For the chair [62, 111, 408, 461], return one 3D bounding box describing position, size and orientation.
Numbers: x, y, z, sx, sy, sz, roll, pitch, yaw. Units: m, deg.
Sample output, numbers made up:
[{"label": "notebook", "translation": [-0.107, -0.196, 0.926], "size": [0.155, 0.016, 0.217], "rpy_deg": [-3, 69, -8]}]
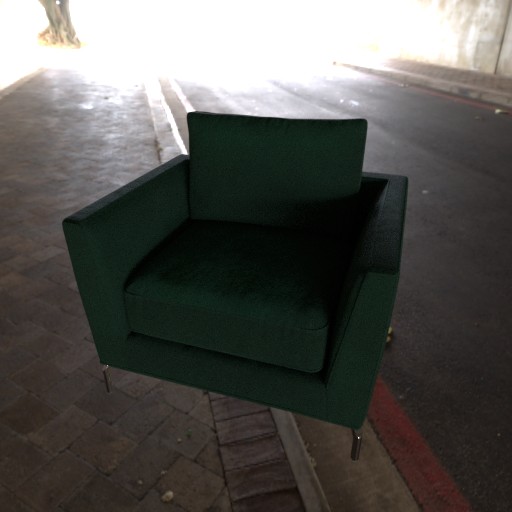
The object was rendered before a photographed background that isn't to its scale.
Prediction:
[{"label": "chair", "translation": [0.000, 0.000, 1.727], "size": [1.047, 0.997, 0.852], "rpy_deg": [9, 29, 16]}]
